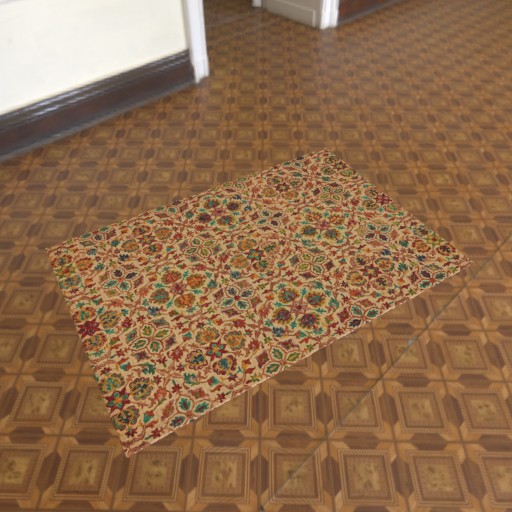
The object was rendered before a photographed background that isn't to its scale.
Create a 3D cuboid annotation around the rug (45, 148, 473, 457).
[{"bbox_3d":[0.000,0.000,2.853,2.297,0.018,1.541,-24,51,-21],"label":"rug"}]
